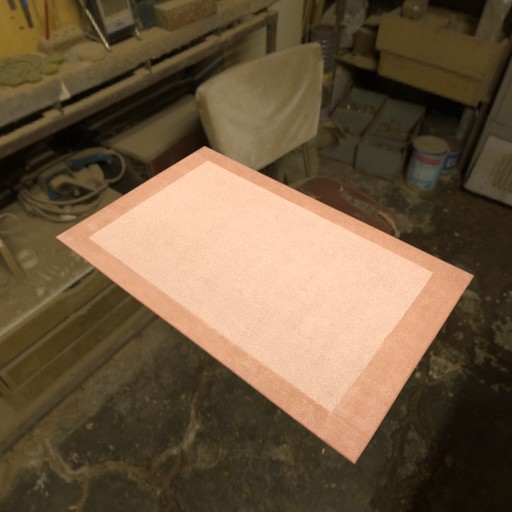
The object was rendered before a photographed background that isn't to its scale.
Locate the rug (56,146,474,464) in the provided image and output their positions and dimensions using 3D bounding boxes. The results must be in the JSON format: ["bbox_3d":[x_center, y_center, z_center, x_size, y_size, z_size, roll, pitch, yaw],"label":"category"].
[{"bbox_3d":[0.000,0.000,3.027,2.438,0.014,1.524,30,53,26],"label":"rug"}]
